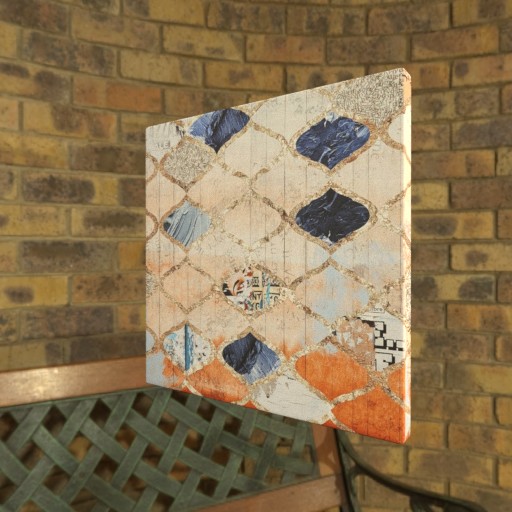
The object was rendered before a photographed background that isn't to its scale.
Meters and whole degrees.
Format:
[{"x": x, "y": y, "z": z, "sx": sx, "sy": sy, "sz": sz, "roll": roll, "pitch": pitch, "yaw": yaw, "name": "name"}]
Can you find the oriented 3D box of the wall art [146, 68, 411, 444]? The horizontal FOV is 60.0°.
[{"x": 0.000, "y": 0.000, "z": 0.752, "sx": 0.507, "sy": 0.508, "sz": 0.038, "roll": 0, "pitch": 0, "yaw": 34, "name": "wall art"}]
